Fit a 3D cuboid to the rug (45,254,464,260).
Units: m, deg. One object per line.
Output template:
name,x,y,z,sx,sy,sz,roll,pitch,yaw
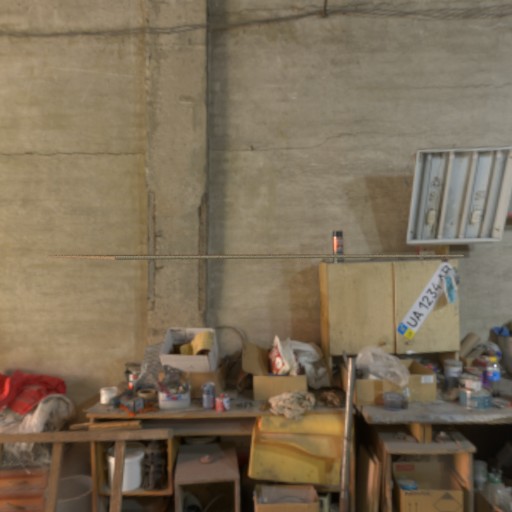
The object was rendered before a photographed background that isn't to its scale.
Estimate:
rug,0.000,0.000,2.903,2.294,0.014,1.528,0,0,-34
